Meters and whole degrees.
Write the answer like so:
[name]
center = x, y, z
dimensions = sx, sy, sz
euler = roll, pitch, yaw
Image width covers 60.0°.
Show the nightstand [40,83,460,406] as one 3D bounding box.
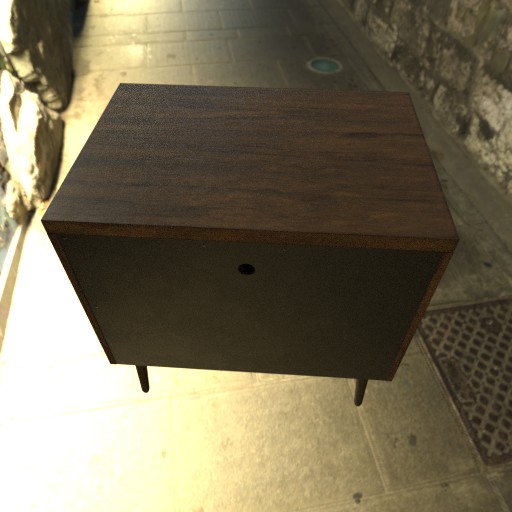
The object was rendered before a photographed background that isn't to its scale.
[nightstand]
center = 0.000, 0.000, 1.021
dimensions = 0.610, 0.610, 0.458
euler = 3, 47, 3
